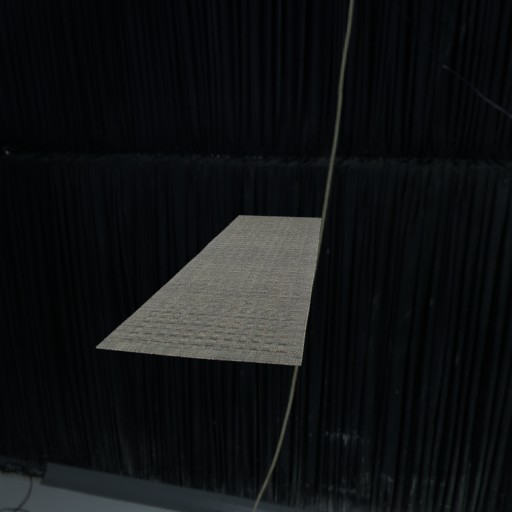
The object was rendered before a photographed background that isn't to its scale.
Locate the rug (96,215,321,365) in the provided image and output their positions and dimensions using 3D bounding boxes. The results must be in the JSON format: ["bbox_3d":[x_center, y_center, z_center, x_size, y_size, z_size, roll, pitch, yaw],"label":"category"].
[{"bbox_3d":[0.000,0.000,2.621,0.706,0.009,2.443,3,16,9],"label":"rug"}]
